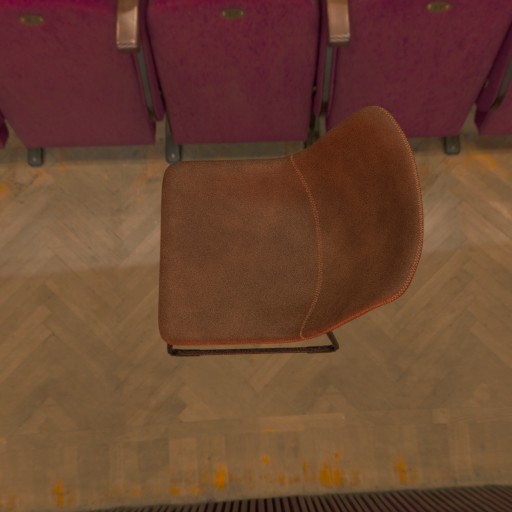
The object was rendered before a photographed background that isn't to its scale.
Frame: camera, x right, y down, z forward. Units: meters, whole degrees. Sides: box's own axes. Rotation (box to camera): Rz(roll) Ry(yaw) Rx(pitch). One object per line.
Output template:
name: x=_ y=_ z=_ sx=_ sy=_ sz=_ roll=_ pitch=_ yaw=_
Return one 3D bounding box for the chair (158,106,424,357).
chair: x=0.000 y=0.000 z=1.102 sx=0.551 sy=0.780 sz=0.460 roll=-1 pitch=76 yaw=0
